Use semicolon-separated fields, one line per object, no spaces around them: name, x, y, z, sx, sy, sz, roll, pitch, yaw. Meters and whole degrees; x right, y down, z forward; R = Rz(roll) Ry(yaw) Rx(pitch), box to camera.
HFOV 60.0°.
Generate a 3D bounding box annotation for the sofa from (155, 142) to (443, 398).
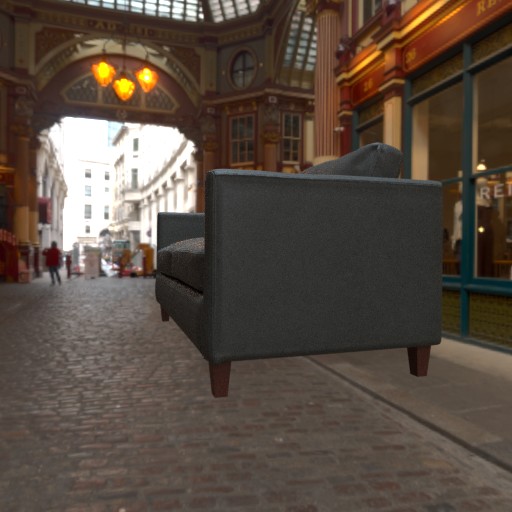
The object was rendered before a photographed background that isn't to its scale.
sofa;0.000;0.000;2.444;0.951;0.933;1.883;0;1;-18
